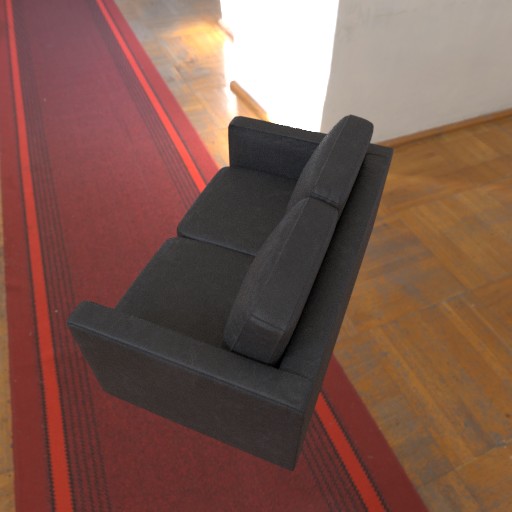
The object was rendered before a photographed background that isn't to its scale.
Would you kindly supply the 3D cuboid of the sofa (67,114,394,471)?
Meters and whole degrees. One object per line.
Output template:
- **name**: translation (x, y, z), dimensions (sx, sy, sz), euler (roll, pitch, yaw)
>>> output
- **sofa**: translation (0.000, 0.000, 1.991), dimensions (0.879, 0.899, 1.430), euler (17, 50, 15)
